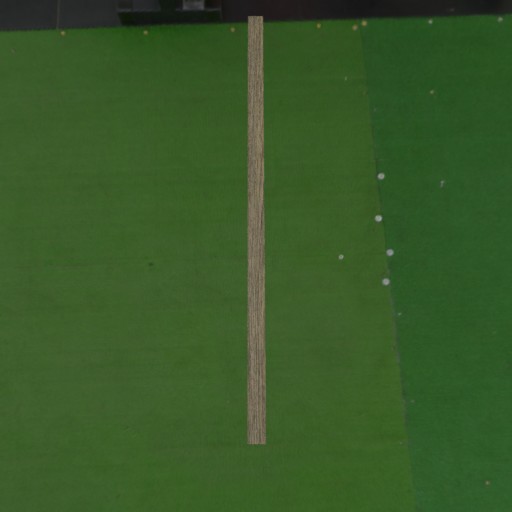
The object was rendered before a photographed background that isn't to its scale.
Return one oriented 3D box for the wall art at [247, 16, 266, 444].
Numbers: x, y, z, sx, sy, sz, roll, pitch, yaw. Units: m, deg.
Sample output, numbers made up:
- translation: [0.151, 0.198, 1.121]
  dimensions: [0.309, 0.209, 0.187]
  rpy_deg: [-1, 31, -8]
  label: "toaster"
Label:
- translation: [0.000, 0.000, 0.753]
  dimensions: [0.019, 0.508, 0.508]
  rpy_deg: [0, 77, 0]
  label: "wall art"
